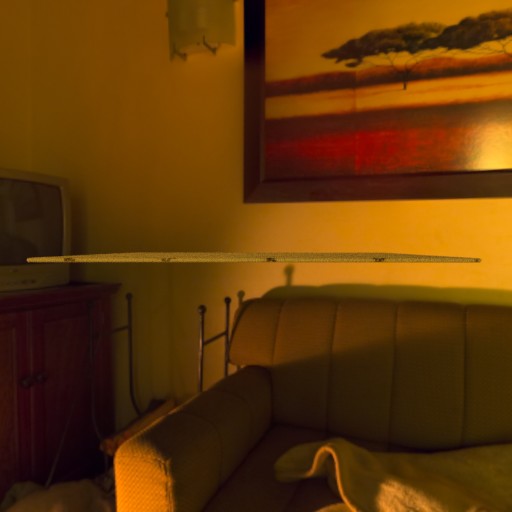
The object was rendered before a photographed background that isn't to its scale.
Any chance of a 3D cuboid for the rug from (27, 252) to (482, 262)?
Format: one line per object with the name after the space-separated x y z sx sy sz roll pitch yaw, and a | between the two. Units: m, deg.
0.000 0.000 4.156 3.047 0.029 2.438 0 1 2 | rug
